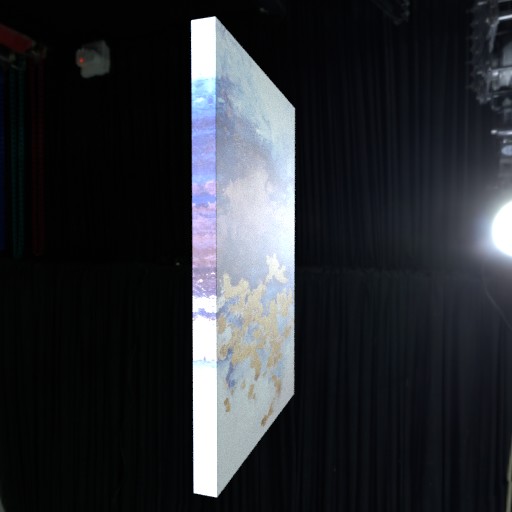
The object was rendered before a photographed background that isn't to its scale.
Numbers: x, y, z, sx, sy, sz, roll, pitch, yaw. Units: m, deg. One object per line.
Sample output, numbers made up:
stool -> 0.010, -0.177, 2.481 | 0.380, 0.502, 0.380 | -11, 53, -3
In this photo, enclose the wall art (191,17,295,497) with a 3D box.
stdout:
wall art -> 0.000, 0.000, 1.087 | 0.048, 0.874, 0.583 | 1, 2, 19
